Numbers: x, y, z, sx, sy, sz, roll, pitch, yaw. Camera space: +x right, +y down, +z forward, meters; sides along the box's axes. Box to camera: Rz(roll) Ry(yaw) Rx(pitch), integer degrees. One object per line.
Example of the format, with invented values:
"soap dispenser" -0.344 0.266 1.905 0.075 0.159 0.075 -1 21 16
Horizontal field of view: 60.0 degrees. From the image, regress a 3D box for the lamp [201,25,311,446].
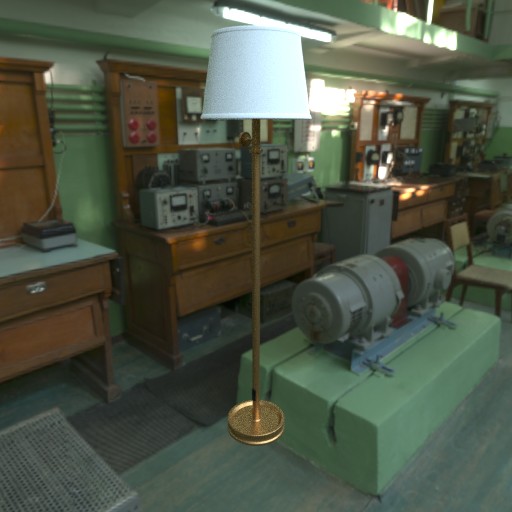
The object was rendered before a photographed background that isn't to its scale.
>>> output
"lamp" 0.000 0.000 0.784 0.178 0.710 0.178 0 17 0
